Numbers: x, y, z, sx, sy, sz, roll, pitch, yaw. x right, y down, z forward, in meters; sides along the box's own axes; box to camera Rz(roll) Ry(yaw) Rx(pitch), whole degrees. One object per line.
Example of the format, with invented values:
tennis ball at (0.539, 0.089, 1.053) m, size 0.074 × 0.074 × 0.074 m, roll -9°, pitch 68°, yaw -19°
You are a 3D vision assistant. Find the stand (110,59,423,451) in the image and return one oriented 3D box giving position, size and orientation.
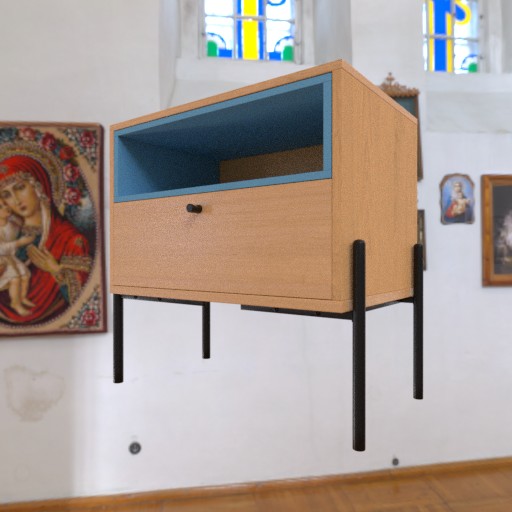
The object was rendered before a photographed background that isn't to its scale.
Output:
stand at (0.000, 0.000, 0.985) m, size 0.630 × 0.600 × 0.400 m, roll 0°, pitch 0°, yaw 37°
